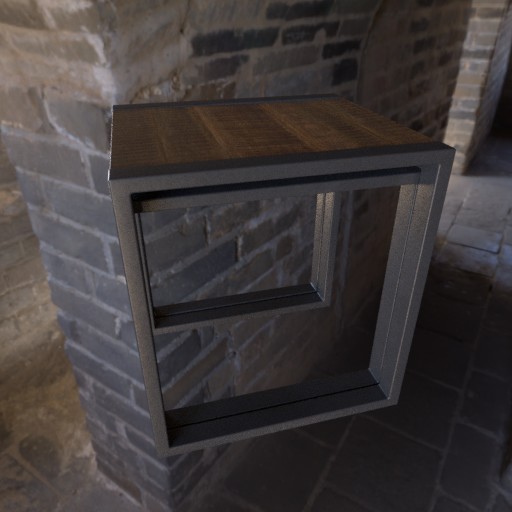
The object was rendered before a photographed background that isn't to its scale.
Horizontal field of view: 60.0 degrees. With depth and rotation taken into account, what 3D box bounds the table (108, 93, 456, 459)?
[{"bbox_3d":[0.000,0.000,0.929,0.500,0.550,0.449,-8,31,-13],"label":"table"}]
